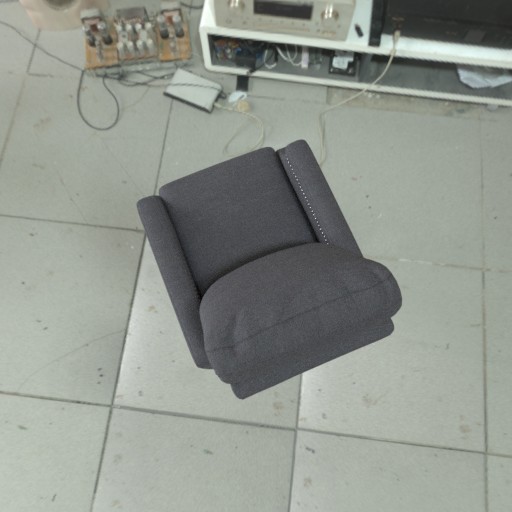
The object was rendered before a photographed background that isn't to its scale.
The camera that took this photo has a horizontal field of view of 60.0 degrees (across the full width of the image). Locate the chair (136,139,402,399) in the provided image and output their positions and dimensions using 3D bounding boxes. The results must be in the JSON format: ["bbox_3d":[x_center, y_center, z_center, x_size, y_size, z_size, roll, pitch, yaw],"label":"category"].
[{"bbox_3d":[0.000,0.000,1.717,0.710,1.049,0.922,-22,76,-6],"label":"chair"}]
